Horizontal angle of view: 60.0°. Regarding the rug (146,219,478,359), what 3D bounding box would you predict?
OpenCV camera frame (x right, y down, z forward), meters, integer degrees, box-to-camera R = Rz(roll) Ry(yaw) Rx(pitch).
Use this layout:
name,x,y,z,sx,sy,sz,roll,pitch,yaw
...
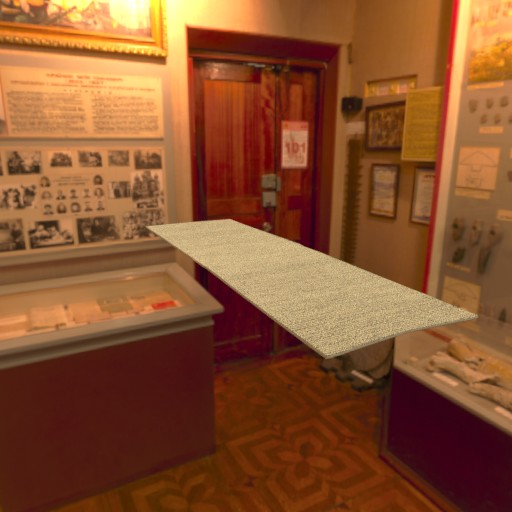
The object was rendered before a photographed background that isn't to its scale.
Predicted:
name,x,y,z,sx,sy,sz,roll,pitch,yaw
rug,0.000,0.000,2.478,0.692,0.032,2.320,-7,16,-26
